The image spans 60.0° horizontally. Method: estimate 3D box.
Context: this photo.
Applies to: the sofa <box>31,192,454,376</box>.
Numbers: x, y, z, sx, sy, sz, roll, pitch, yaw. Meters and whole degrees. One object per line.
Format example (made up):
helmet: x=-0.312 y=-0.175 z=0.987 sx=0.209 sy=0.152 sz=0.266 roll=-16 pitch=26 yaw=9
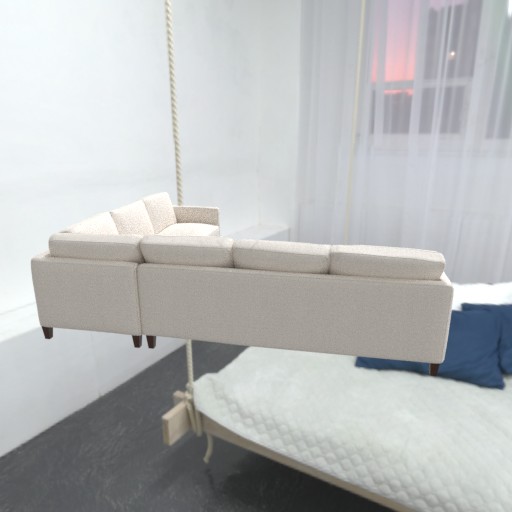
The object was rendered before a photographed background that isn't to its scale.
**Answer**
sofa: x=0.000 y=0.000 z=4.565 sx=3.302 sy=0.947 sz=2.593 roll=3 pitch=17 yaw=10
